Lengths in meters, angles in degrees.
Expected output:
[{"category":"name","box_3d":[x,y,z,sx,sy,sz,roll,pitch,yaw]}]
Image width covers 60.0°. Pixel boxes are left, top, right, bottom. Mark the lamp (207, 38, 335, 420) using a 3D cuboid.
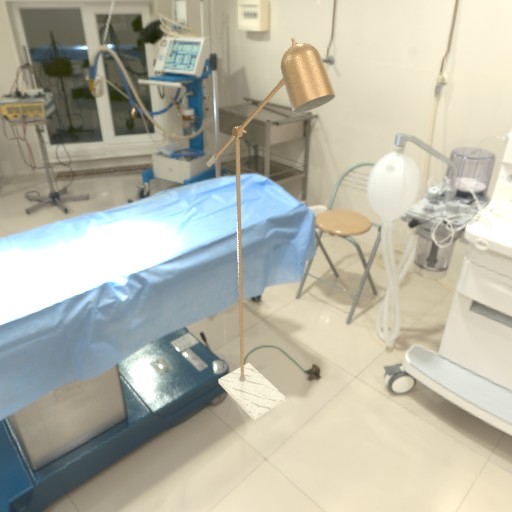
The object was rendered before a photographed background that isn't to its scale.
[{"category":"lamp","box_3d":[0.000,0.000,1.780,0.194,1.594,0.653,-21,36,-32]}]
